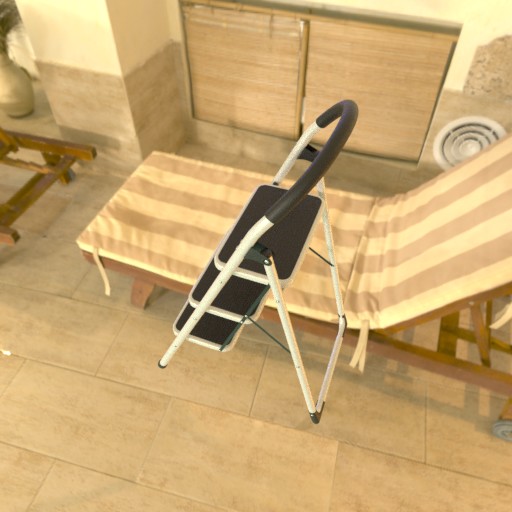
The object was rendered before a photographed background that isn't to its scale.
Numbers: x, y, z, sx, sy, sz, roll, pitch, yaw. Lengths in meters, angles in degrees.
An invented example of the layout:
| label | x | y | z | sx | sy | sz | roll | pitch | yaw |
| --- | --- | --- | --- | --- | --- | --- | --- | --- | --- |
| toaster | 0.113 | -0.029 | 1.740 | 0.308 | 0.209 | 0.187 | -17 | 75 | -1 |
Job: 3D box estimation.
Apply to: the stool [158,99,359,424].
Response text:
| label | x | y | z | sx | sy | sz | roll | pitch | yaw |
| --- | --- | --- | --- | --- | --- | --- | --- | --- | --- |
| stool | 0.000 | 0.000 | 1.462 | 0.676 | 1.109 | 0.485 | 16 | 49 | 14 |
